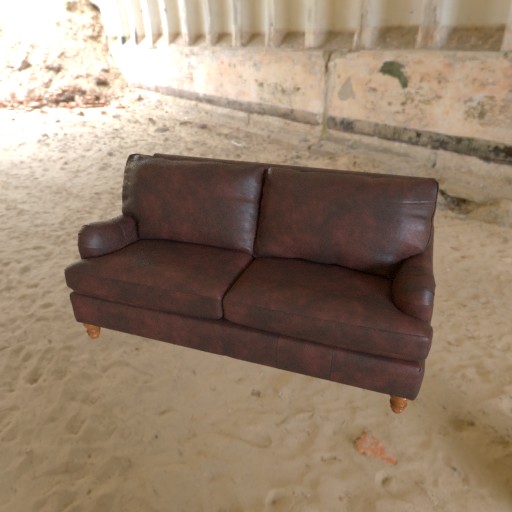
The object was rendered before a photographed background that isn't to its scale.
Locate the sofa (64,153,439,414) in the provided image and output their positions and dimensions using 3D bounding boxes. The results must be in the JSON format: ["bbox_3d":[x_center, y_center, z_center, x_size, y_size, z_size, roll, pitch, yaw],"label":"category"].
[{"bbox_3d":[0.000,0.000,2.828,2.144,1.071,1.147,9,28,17],"label":"sofa"}]
